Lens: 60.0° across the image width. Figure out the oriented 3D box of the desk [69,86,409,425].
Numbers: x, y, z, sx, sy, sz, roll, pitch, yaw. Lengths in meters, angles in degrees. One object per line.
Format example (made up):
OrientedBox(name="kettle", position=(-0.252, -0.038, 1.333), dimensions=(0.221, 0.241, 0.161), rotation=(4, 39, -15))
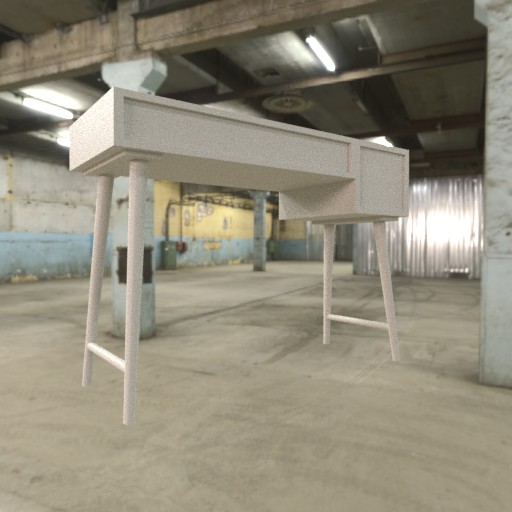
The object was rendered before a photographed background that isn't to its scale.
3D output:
OrientedBox(name="desk", position=(0.000, 0.000, 1.460), dimensions=(1.069, 0.761, 0.409), rotation=(-1, 1, -36))
